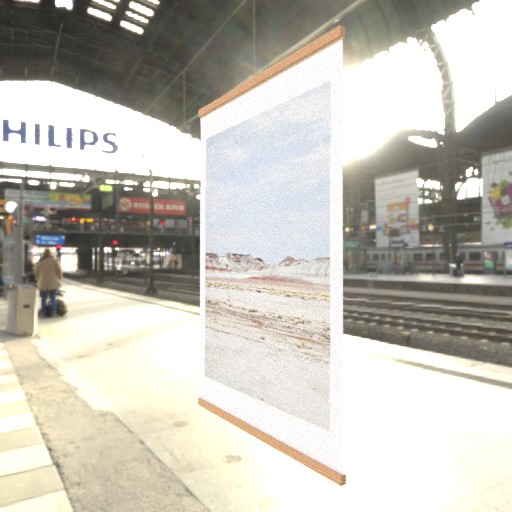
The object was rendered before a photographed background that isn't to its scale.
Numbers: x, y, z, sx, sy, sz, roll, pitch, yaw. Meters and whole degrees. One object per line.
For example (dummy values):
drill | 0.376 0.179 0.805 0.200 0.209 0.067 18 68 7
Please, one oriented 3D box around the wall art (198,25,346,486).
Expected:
wall art | 0.000 0.000 1.884 0.025 1.521 1.011 0 -1 -35
